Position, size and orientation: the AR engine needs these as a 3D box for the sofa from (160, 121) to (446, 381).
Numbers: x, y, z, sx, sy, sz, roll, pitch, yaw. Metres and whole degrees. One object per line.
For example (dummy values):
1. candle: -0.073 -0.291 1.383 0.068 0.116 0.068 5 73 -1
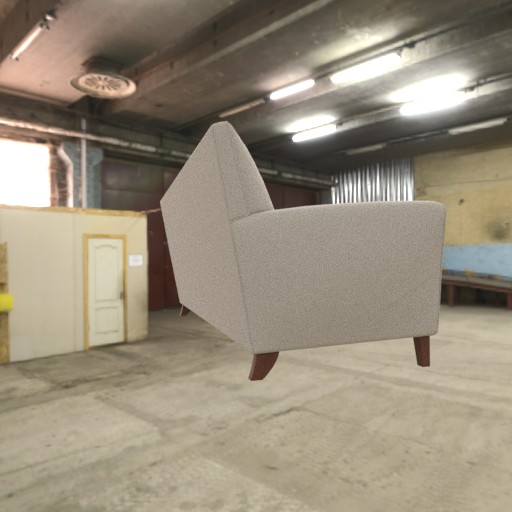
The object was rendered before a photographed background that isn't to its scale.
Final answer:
1. sofa: 0.000 0.000 2.431 0.875 0.846 2.000 0 -1 -17
